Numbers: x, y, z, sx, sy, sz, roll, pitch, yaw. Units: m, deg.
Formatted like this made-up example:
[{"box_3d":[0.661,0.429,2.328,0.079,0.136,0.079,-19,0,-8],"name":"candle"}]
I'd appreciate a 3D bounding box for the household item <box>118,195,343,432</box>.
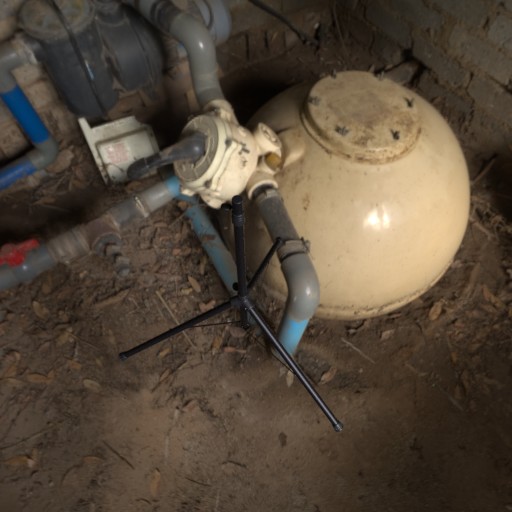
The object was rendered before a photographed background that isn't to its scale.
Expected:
[{"box_3d":[0.000,0.000,2.640,1.596,1.595,1.339,16,60,10],"name":"household item"}]
